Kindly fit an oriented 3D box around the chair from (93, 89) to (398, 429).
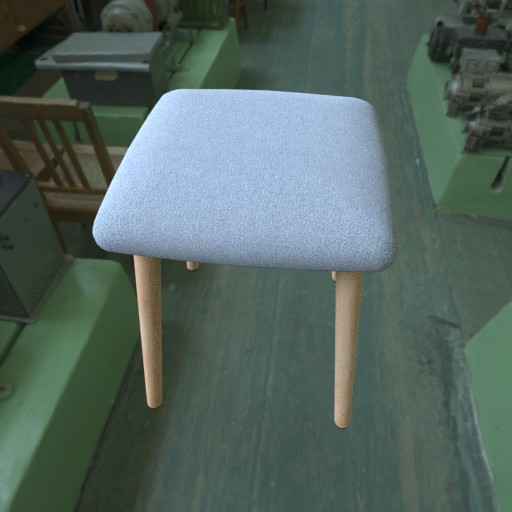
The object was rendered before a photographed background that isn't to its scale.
[{"bbox_3d":[0.000,0.000,0.711,0.350,0.440,0.350,4,46,4],"label":"chair"}]
